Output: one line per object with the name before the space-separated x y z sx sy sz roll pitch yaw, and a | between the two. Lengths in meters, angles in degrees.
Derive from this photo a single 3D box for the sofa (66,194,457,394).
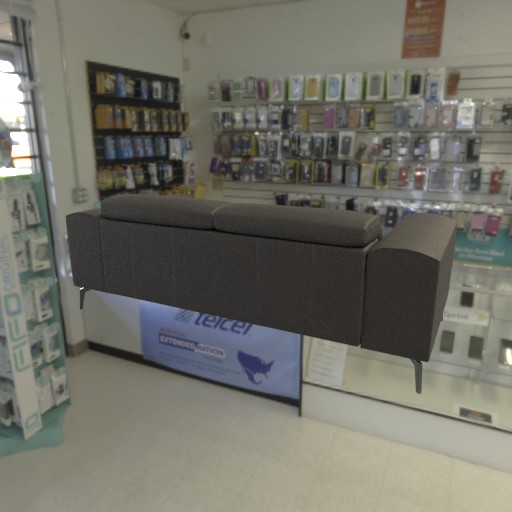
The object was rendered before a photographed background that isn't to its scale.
sofa | 0.000 0.000 2.895 2.330 0.814 1.048 8 17 26
